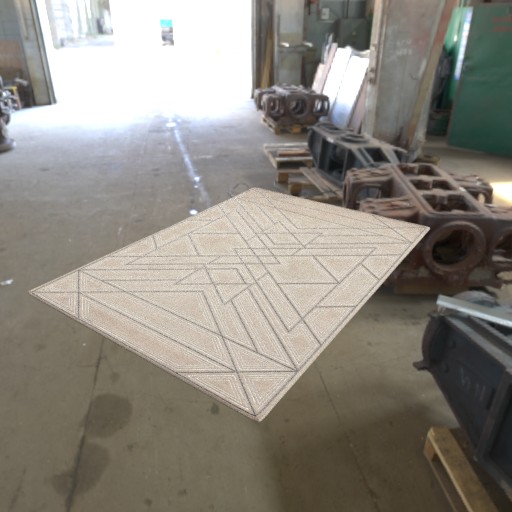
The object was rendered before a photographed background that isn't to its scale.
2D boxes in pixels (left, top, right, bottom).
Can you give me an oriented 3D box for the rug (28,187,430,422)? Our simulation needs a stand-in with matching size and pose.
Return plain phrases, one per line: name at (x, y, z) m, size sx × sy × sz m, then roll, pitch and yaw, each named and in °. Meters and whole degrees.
rug at (0.000, 0.000, 4.394) m, size 2.436 × 0.026 × 3.381 m, roll 18°, pitch 33°, yaw 31°
